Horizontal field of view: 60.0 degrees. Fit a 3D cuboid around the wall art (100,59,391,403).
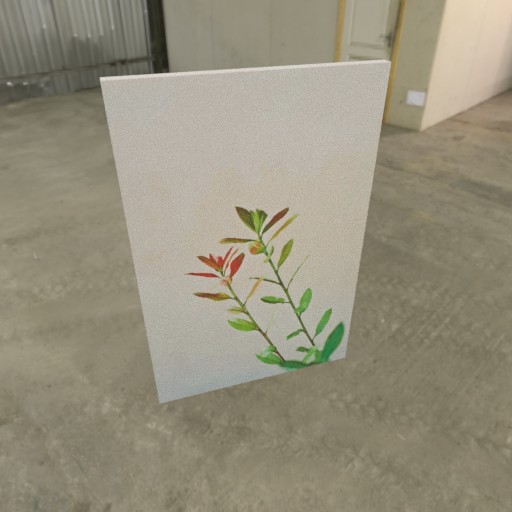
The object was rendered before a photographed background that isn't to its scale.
[{"bbox_3d":[0.000,0.000,1.445,0.764,1.143,0.038,-10,35,-15],"label":"wall art"}]
